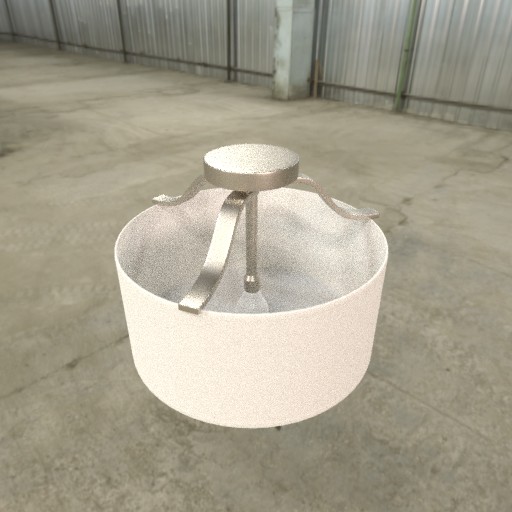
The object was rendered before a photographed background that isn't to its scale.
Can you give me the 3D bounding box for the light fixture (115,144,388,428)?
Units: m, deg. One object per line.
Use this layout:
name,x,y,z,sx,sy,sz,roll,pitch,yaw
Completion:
light fixture,0.000,0.000,0.659,0.395,0.304,0.395,0,30,0
